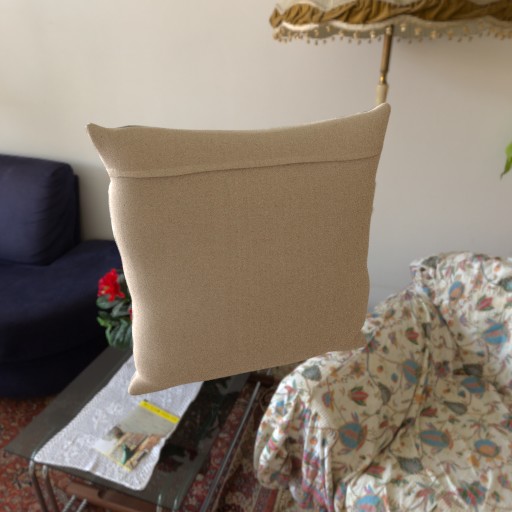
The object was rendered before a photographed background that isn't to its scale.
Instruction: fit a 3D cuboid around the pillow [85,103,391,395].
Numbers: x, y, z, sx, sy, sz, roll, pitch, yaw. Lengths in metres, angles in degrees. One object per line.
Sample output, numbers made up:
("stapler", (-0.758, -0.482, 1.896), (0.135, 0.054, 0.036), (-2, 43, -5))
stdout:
("pillow", (0.000, 0.000, 0.693), (0.440, 0.441, 0.182), (-8, 27, -17))
